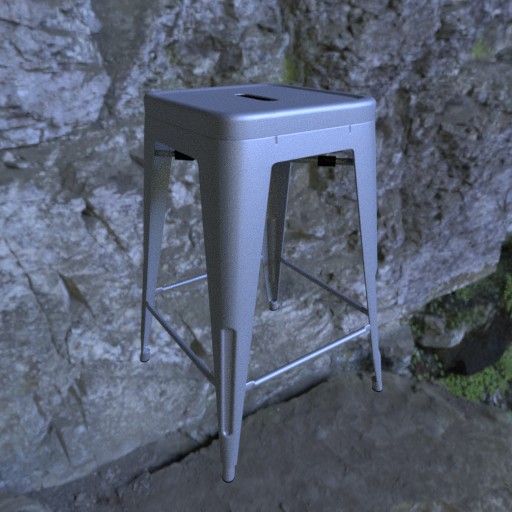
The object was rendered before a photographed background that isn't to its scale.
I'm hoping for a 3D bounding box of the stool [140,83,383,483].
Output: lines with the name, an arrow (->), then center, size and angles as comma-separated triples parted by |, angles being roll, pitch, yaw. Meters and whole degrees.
stool -> 0.000, 0.000, 0.884 | 0.406, 0.610, 0.406 | -17, 31, -31
